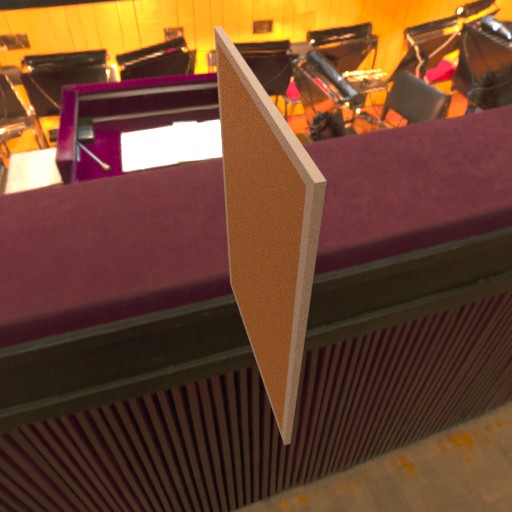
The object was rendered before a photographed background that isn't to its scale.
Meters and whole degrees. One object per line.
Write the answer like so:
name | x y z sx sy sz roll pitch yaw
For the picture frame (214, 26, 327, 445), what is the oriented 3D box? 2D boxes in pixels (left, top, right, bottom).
picture frame | 0.000 0.000 0.828 0.013 0.657 0.457 -12 47 -11
